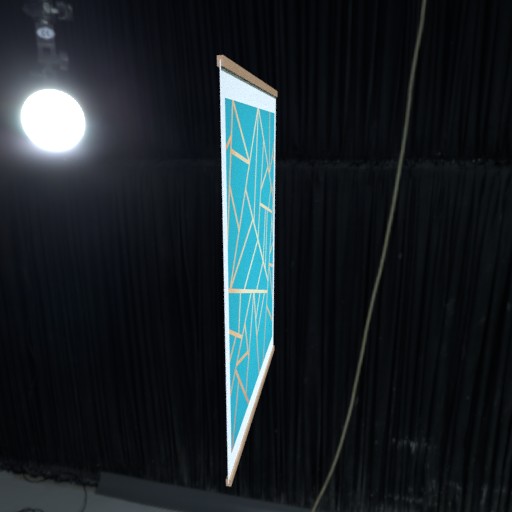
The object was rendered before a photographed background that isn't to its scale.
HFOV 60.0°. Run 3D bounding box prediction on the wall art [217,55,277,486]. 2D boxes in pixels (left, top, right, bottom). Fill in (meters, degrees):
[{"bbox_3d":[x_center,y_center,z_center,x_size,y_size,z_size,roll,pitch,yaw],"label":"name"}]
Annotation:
[{"bbox_3d":[0.000,0.000,1.359,0.013,1.016,0.758,3,16,10],"label":"wall art"}]
